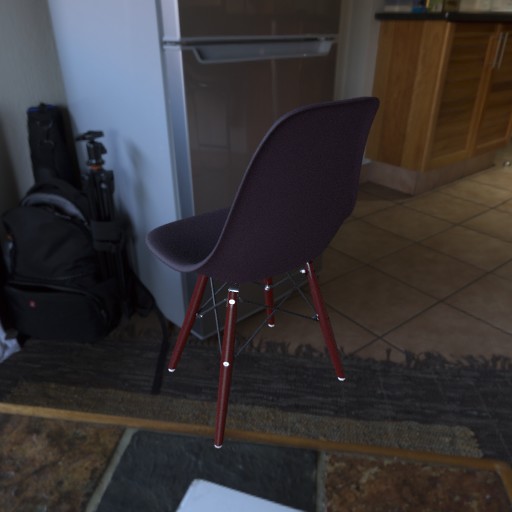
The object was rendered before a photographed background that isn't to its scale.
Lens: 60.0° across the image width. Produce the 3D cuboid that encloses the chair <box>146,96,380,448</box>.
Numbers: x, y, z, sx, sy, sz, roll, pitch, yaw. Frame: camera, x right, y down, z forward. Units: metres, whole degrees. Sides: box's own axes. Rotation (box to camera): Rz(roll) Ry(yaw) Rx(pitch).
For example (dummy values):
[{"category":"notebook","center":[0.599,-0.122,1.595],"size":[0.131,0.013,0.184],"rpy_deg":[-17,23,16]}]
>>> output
[{"category":"chair","center":[0.000,0.000,1.123],"size":[0.470,0.826,0.533],"rpy_deg":[-19,34,-31]}]
